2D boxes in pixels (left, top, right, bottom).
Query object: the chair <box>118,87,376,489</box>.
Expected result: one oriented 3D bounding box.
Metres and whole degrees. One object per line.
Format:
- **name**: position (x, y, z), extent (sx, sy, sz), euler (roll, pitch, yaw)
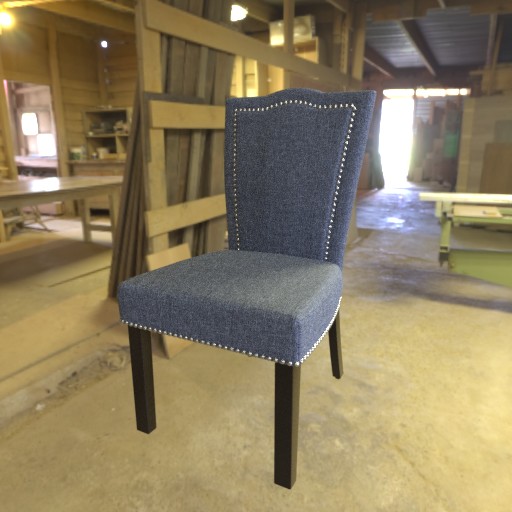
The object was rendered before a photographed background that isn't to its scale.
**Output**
- **chair**: position (0.000, 0.000, 1.252), extent (0.518, 0.946, 0.589), euler (8, 16, 27)
